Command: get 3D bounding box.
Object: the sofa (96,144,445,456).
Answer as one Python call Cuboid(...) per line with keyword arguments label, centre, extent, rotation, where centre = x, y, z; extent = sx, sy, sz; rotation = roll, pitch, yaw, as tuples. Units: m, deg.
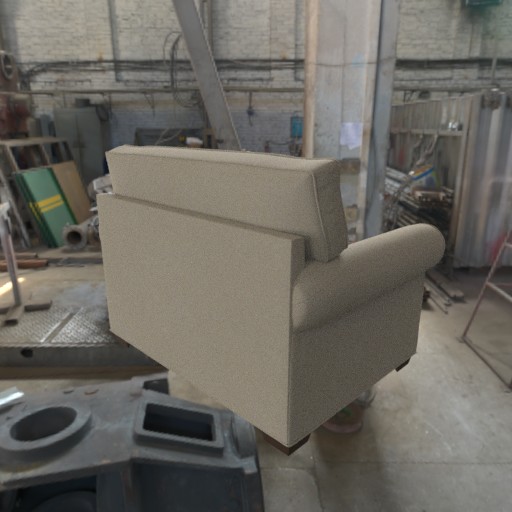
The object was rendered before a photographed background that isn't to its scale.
Cuboid(label="sofa", centre=(0.000, 0.000, 2.091), extent=(0.937, 1.006, 1.405), rotation=(-16, 23, -43))
